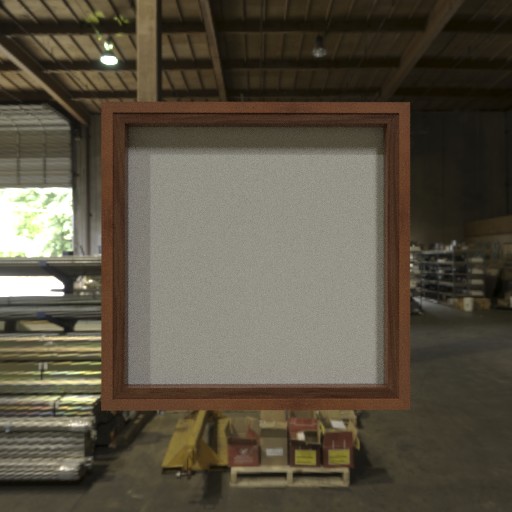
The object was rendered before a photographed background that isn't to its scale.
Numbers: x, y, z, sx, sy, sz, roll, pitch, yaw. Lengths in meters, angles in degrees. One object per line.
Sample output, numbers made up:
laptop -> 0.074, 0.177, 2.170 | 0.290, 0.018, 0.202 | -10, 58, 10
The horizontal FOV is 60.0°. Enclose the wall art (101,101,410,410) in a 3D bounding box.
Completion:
wall art -> 0.000, 0.000, 0.596 | 0.403, 0.403, 0.035 | 0, 0, 0
